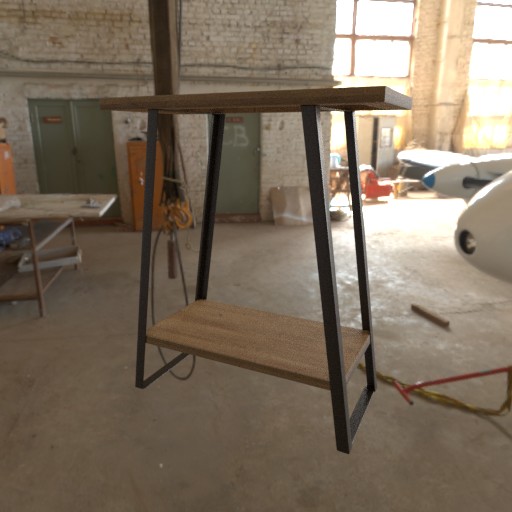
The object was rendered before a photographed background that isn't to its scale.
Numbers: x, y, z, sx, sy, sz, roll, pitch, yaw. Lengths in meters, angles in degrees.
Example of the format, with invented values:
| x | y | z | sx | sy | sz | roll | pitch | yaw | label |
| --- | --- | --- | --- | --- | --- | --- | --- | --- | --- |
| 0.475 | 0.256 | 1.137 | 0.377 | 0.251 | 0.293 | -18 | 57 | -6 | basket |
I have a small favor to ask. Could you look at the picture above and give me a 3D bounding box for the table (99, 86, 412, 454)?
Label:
| x | y | z | sx | sy | sz | roll | pitch | yaw | label |
| --- | --- | --- | --- | --- | --- | --- | --- | --- | --- |
| 0.000 | 0.000 | 1.041 | 0.599 | 0.701 | 0.300 | 8 | 17 | 25 | table |
